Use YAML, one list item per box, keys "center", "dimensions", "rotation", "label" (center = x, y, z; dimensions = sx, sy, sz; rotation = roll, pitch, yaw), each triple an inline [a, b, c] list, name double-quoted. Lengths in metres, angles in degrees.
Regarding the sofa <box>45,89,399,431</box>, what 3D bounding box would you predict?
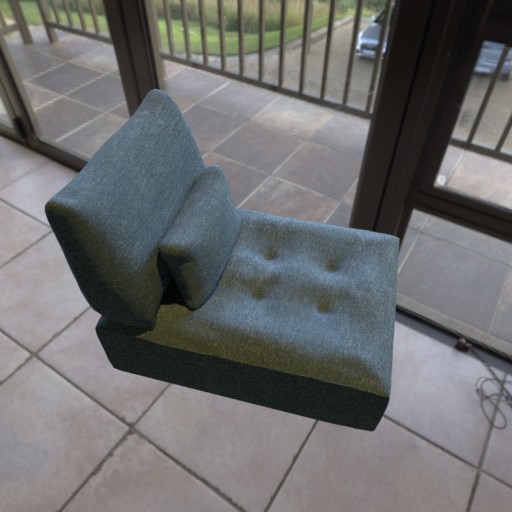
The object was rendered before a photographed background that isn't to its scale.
- center: [0.000, 0.000, 1.529]
  dimensions: [1.000, 0.820, 0.700]
  rotation: [11, 48, 10]
  label: "sofa"
